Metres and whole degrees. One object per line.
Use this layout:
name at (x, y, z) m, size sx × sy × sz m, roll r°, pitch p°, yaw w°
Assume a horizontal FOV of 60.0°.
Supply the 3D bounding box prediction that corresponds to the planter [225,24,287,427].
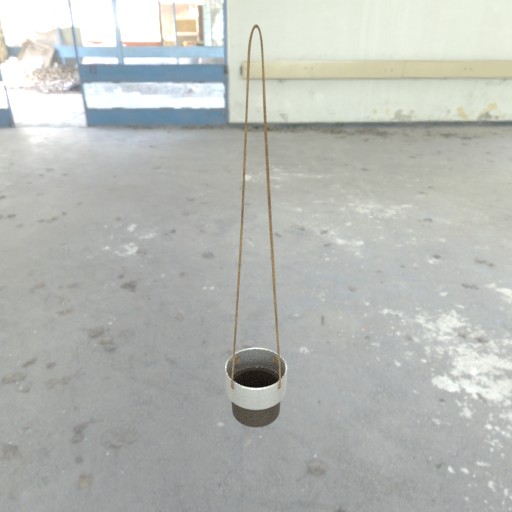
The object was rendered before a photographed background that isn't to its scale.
planter at (0.000, 0.000, 1.159) m, size 0.187 × 1.073 × 0.187 m, roll 0°, pitch 26°, yaw 0°
